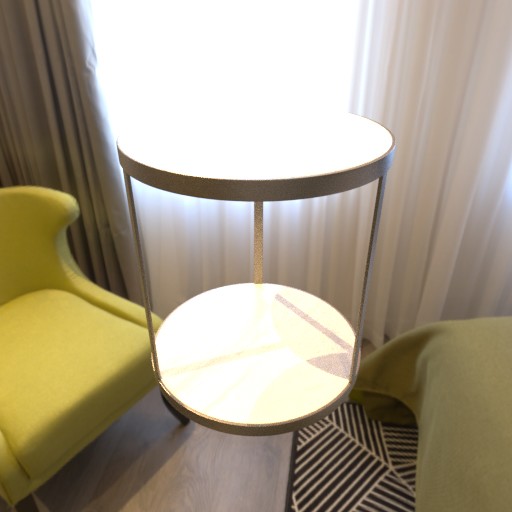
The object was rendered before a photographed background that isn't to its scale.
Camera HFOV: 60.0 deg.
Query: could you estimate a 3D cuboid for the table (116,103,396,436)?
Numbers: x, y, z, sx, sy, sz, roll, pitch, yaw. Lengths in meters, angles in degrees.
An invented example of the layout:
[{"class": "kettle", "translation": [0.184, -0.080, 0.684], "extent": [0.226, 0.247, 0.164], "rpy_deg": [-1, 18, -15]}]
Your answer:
[{"class": "table", "translation": [0.000, 0.000, 0.852], "extent": [0.445, 0.479, 0.445], "rpy_deg": [0, 31, 0]}]
